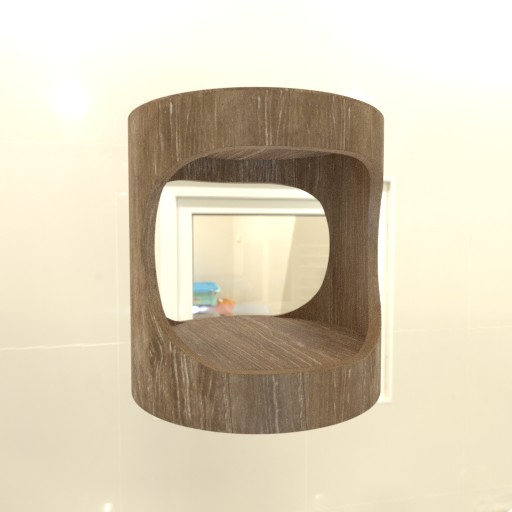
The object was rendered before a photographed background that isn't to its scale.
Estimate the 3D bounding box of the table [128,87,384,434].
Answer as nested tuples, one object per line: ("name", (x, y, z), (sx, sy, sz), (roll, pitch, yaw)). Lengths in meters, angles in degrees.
("table", (0.000, 0.000, 0.962), (0.527, 0.551, 0.527), (0, 3, 0))
